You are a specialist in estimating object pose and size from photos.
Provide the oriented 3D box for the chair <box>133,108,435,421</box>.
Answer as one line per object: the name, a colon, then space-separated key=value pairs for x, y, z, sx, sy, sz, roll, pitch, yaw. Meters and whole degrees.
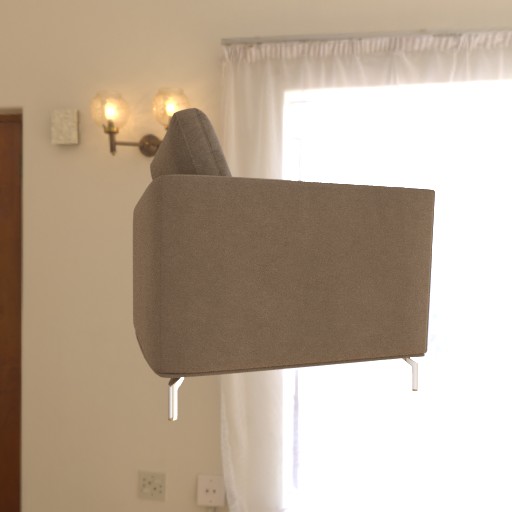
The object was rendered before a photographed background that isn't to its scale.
chair: x=0.000 y=0.000 z=1.718 sx=0.889 sy=0.864 sz=1.041 roll=0 pitch=0 yaw=-19
